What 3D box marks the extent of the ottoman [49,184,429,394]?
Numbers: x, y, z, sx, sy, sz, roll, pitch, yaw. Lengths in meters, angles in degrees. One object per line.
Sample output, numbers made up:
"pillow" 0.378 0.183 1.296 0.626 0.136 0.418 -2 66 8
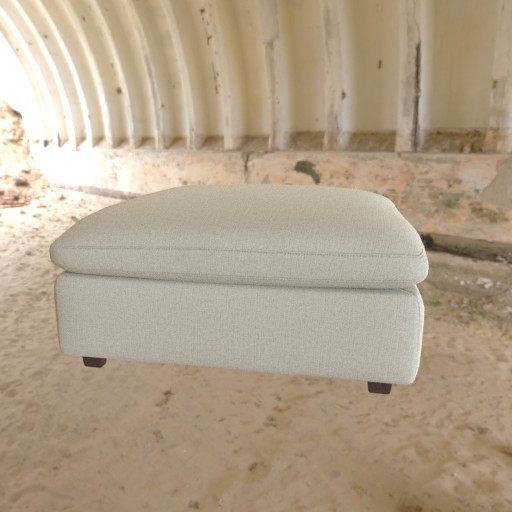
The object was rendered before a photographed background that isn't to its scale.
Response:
"ottoman" 0.000 0.000 1.550 0.996 0.467 0.977 3 15 10
